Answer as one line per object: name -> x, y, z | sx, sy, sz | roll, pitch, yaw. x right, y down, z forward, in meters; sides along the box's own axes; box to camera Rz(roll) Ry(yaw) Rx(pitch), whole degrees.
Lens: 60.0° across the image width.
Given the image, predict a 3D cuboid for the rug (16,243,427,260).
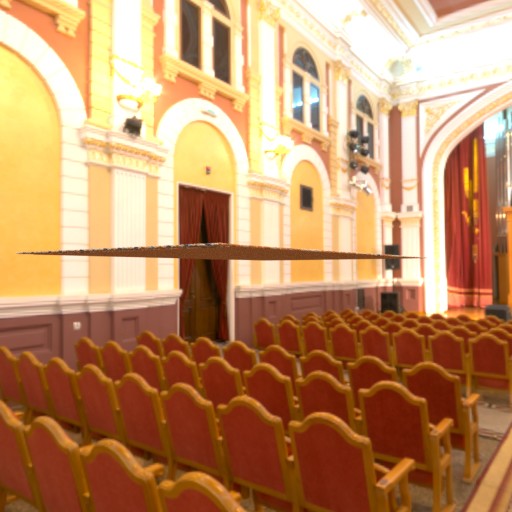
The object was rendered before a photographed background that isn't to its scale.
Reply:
rug -> 0.000, 0.000, 2.970 | 1.533, 0.010, 2.428 | -1, -2, 37
